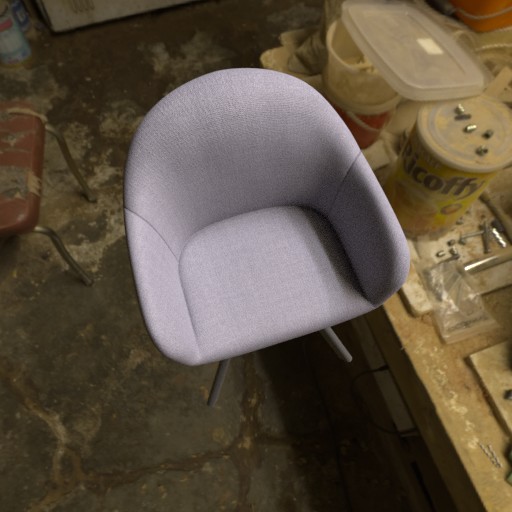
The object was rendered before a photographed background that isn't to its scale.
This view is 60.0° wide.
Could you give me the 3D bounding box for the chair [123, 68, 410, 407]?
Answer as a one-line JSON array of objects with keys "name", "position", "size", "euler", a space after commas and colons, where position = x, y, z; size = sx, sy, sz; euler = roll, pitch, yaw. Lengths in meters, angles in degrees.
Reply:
[{"name": "chair", "position": [0.000, 0.000, 1.189], "size": [0.590, 0.795, 0.550], "euler": [-16, 64, -8]}]
